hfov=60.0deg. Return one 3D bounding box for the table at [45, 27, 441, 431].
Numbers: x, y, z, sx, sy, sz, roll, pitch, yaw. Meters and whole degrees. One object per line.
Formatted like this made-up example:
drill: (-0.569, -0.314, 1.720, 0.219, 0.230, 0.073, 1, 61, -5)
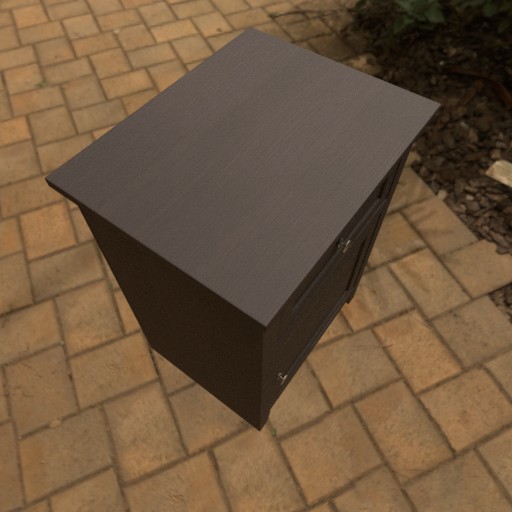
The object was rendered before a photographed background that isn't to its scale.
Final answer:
table: (0.000, 0.000, 0.927, 0.381, 0.635, 0.480, 32, 62, 19)
